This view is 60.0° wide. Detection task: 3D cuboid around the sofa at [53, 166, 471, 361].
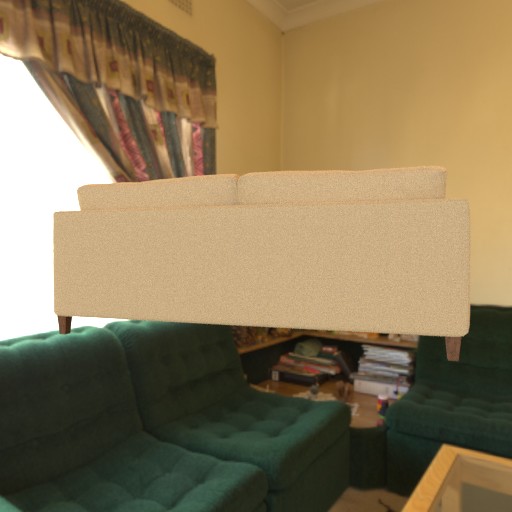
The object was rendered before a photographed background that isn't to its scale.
[{"bbox_3d":[0.000,0.000,2.819,2.361,0.968,0.951,0,1,17],"label":"sofa"}]
